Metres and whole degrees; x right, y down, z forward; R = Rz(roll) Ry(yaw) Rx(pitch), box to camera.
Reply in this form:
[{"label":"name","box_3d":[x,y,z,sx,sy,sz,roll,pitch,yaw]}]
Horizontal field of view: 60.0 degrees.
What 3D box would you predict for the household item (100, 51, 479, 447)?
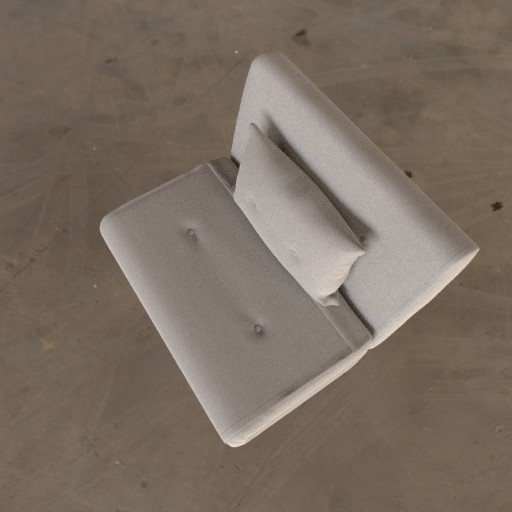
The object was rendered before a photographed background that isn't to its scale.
[{"label":"household item","box_3d":[0.000,0.000,1.634,0.874,0.800,1.000,-31,67,-15]}]
